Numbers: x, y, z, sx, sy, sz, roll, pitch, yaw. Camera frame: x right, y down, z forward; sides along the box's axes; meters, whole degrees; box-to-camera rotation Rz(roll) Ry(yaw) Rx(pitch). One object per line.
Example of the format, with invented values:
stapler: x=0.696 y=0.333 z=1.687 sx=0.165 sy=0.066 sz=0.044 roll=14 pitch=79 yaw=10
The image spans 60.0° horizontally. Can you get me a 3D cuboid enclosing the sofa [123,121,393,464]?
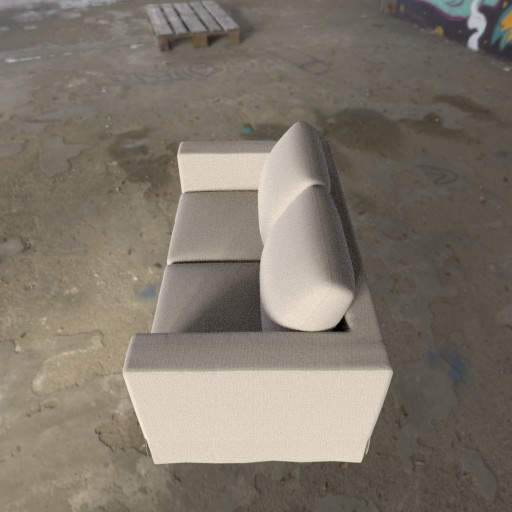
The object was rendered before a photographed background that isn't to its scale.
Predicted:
sofa: x=0.000 y=0.000 z=2.400 sx=1.009 sy=0.932 sz=1.813 roll=0 pitch=41 yaw=0
